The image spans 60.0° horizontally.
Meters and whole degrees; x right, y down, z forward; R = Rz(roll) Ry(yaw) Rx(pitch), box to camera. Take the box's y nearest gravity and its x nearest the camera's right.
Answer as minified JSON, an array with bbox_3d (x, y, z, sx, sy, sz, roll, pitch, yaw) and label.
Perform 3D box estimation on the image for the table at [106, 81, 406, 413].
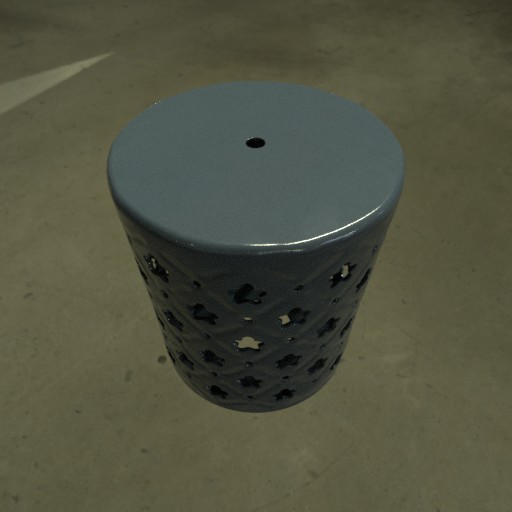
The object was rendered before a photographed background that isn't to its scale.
[{"bbox_3d":[0.000,0.000,0.661,0.352,0.387,0.352,0,46,0],"label":"table"}]
